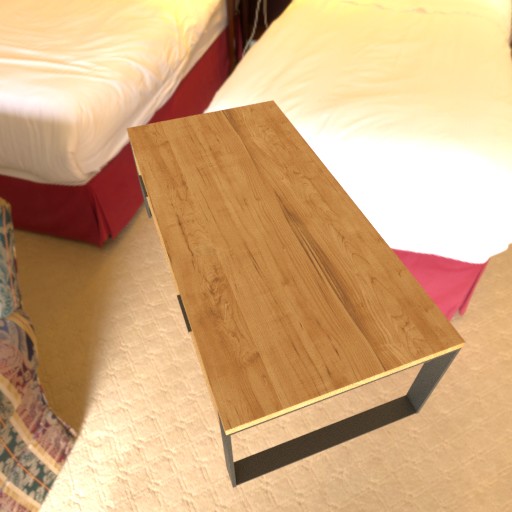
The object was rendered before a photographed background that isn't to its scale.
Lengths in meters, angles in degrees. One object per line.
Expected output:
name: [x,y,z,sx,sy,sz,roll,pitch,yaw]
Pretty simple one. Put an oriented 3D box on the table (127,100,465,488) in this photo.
table: [0.000,0.000,1.470,0.590,0.400,1.180,-16,50,-14]
